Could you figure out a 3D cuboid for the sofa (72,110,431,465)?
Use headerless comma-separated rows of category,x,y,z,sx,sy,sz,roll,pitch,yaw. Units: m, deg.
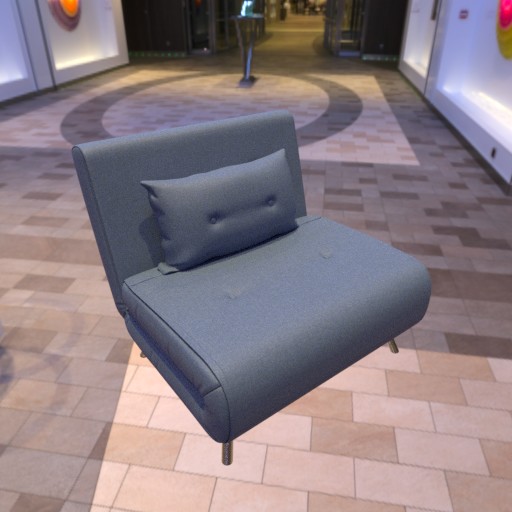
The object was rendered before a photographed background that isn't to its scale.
sofa,0.000,0.000,1.738,0.999,0.860,0.996,-21,36,-32
